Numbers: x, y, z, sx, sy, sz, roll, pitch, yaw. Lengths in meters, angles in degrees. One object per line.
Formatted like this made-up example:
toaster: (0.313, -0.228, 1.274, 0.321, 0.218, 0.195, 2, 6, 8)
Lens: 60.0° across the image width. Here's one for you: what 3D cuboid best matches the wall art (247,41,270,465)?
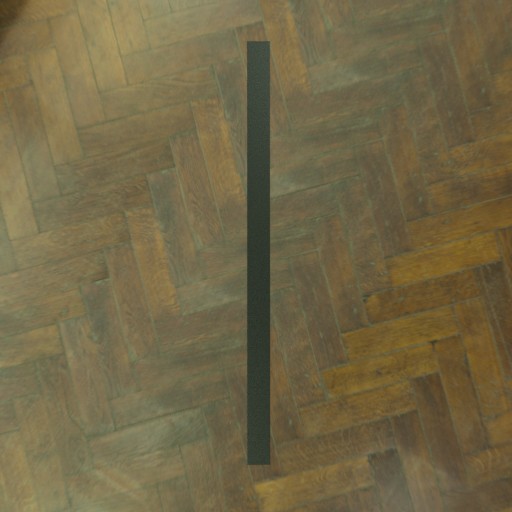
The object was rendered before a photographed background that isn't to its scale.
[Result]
wall art: (0.000, 0.000, 0.538, 0.018, 0.397, 0.325, 0, 89, -1)
